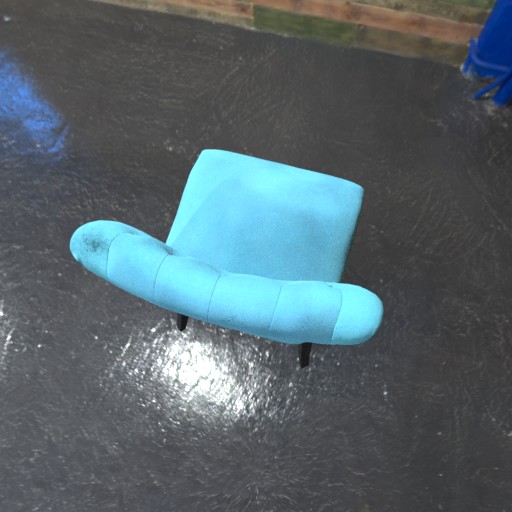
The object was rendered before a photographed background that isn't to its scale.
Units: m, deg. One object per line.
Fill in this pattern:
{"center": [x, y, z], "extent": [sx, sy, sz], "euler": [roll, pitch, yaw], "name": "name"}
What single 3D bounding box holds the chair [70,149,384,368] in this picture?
{"center": [0.000, 0.000, 1.205], "extent": [0.582, 0.750, 0.605], "euler": [15, 65, 7], "name": "chair"}
